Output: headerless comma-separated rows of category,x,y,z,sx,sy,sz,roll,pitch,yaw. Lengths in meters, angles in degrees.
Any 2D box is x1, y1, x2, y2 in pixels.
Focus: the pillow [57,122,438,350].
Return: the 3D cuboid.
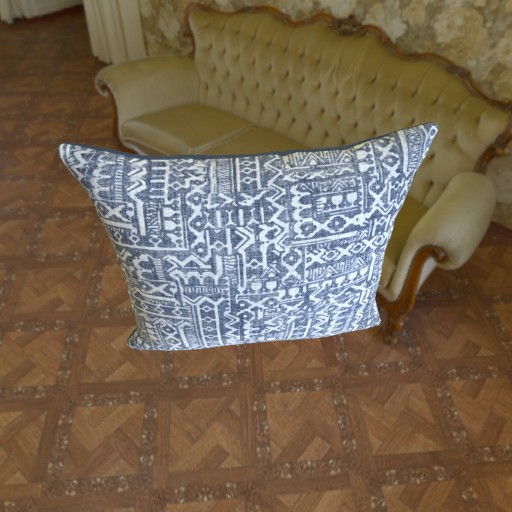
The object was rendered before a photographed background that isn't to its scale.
pillow,0.000,0.000,0.789,0.546,0.487,0.180,-4,45,-4
